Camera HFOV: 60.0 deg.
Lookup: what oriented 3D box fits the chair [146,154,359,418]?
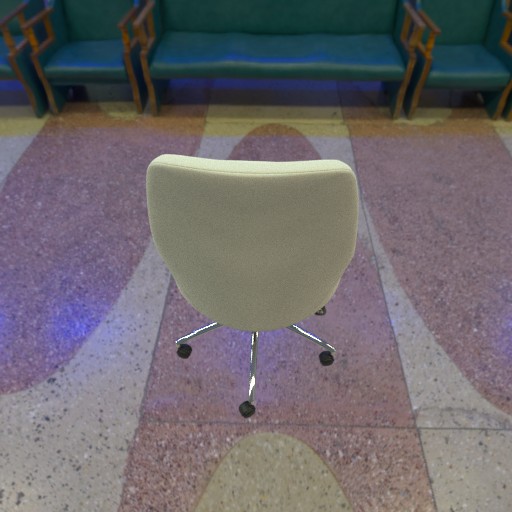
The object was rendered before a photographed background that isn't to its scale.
[{"bbox_3d":[0.000,0.000,1.430,0.620,1.049,0.640,2,47,2],"label":"chair"}]
